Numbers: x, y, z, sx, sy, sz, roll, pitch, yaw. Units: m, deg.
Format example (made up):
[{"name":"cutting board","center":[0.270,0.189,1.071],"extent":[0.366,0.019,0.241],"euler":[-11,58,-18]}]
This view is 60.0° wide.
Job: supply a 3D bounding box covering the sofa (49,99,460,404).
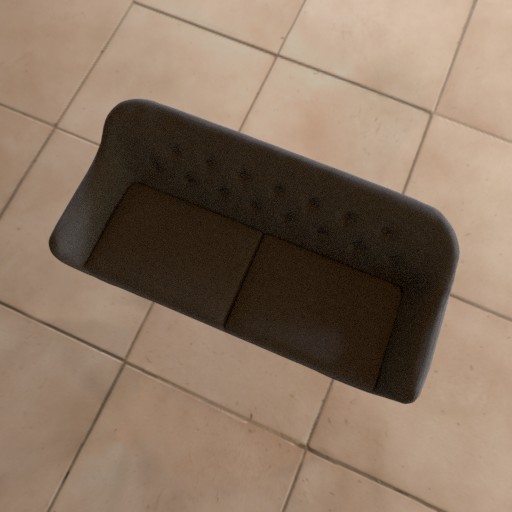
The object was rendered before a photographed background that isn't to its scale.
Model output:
[{"name":"sofa","center":[0.000,0.000,2.233],"extent":[1.840,0.820,0.820],"euler":[22,76,6]}]
